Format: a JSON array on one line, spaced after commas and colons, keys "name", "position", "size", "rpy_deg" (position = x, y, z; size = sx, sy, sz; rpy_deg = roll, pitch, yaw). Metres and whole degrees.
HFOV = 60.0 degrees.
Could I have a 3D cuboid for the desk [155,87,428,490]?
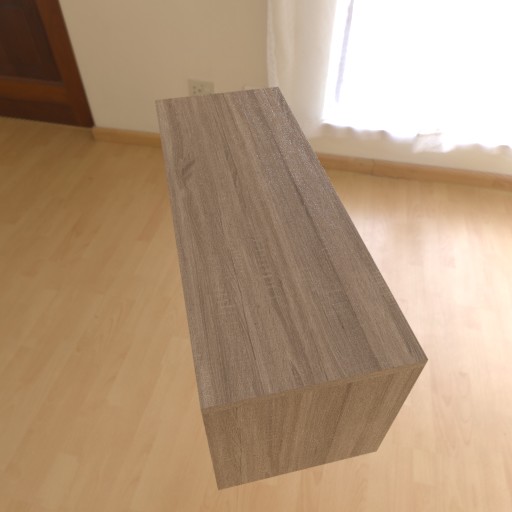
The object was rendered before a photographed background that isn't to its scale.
[{"name": "desk", "position": [0.000, 0.000, 2.075], "size": [0.690, 0.760, 1.700], "rpy_deg": [-10, 48, -9]}]
